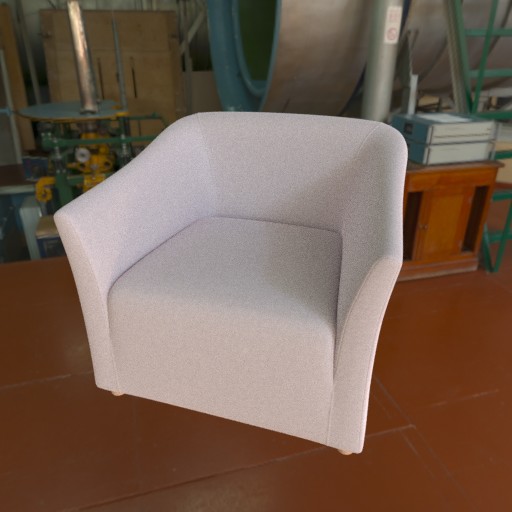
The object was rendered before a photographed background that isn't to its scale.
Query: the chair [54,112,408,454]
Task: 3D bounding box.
[{"bbox_3d":[0.000,0.000,1.312,0.790,0.720,0.700,8,28,16],"label":"chair"}]
